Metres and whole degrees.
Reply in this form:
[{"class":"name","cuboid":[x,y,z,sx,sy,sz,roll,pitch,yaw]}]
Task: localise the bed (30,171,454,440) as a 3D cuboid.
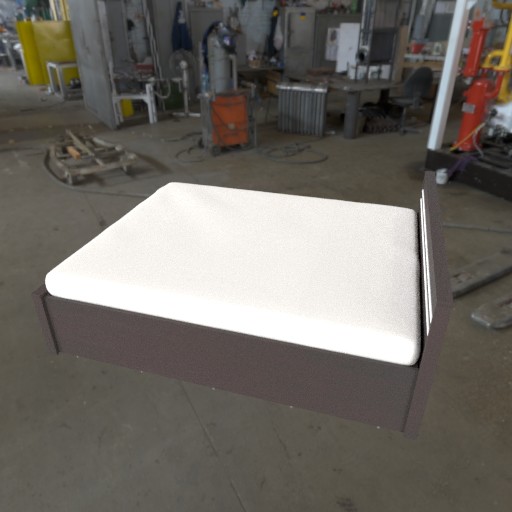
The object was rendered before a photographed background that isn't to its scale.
[{"class":"bed","cuboid":[0.000,0.000,2.868,2.103,0.808,1.634,9,31,15]}]
